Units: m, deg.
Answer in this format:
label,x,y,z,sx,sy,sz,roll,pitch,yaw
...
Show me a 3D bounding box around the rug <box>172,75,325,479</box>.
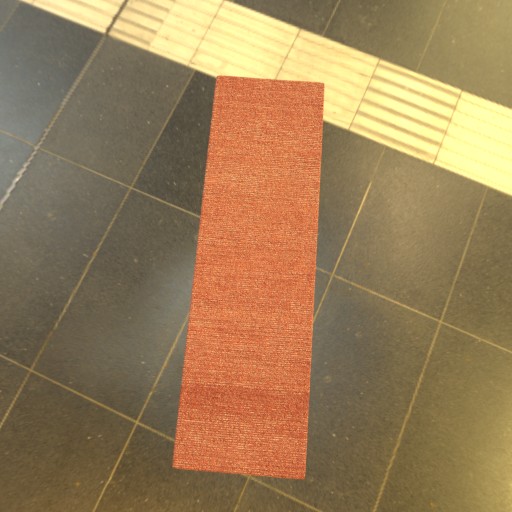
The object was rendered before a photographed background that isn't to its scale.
label,x,y,z,sx,sy,sz,roll,pitch,yaw
rug,0.000,0.000,2.540,0.687,0.012,2.307,4,77,1
